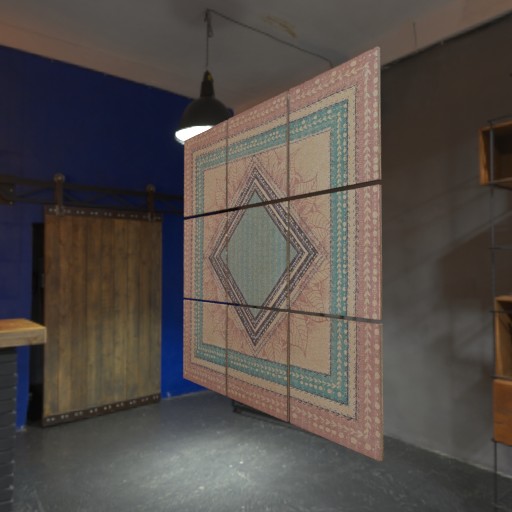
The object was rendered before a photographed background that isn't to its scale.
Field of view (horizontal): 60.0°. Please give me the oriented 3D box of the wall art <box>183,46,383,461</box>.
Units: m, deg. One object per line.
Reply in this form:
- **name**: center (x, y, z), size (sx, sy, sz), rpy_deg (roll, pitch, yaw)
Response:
- **wall art**: center (0.000, 0.000, 1.784), size (0.013, 1.213, 1.215), rpy_deg (1, -2, -37)
